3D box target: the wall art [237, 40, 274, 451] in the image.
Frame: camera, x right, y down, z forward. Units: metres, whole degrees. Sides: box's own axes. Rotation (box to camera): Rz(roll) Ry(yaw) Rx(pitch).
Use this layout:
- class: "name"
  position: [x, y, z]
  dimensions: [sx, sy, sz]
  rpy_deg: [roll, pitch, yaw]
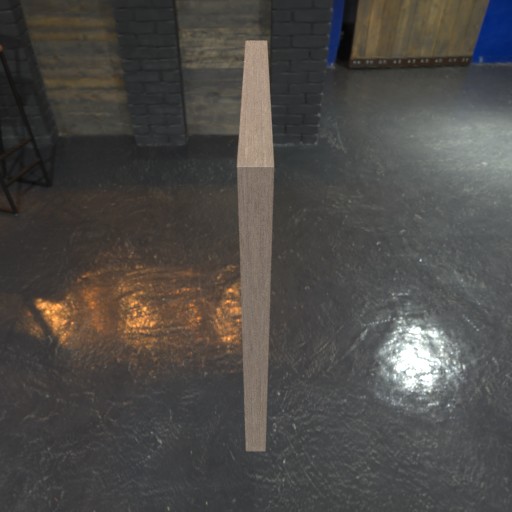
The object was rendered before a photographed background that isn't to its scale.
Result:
- class: "wall art"
  position: [0.000, 0.000, 0.670]
  dimensions: [0.032, 0.510, 0.358]
  rpy_deg: [0, 41, 0]
